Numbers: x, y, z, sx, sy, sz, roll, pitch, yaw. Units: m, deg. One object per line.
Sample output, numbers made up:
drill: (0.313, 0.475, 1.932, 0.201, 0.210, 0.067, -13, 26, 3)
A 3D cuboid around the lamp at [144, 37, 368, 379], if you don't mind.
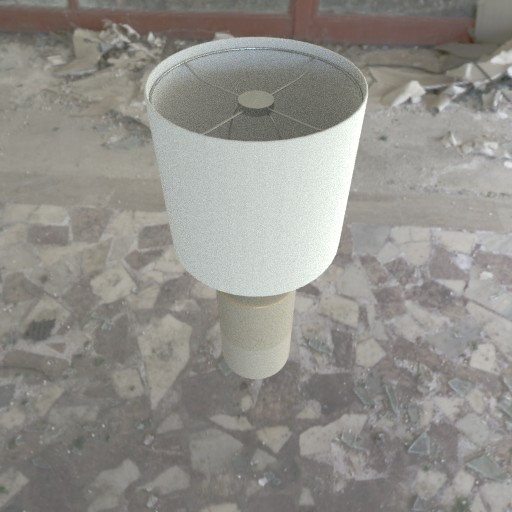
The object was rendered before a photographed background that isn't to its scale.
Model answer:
lamp: (0.000, 0.000, 0.604, 0.212, 0.493, 0.212, 32, 55, 26)
